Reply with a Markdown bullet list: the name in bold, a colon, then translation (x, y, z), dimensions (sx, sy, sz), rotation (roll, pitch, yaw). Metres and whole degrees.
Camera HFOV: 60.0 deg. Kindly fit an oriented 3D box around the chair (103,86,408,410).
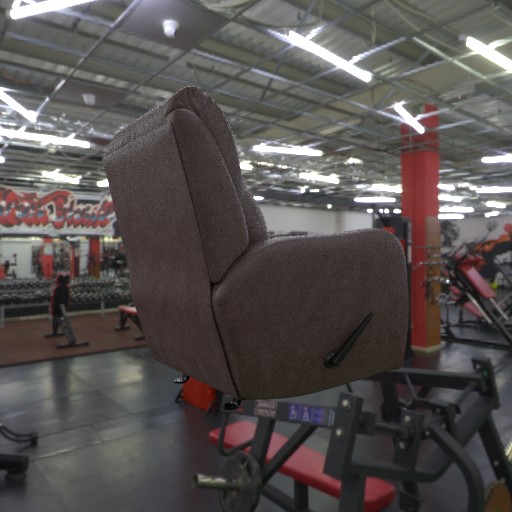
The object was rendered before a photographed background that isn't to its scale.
- **chair**: translation (0.000, 0.000, 1.851), dimensions (1.067, 1.067, 0.865), rotation (0, 0, -36)
